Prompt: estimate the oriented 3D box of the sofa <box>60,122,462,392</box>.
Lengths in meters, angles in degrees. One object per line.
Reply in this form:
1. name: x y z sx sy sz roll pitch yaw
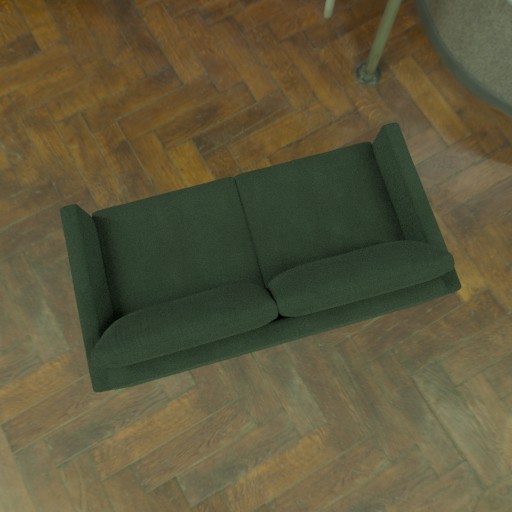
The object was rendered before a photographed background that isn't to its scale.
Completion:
1. sofa: 0.000 0.000 2.192 1.676 0.817 0.875 -15 77 -4
